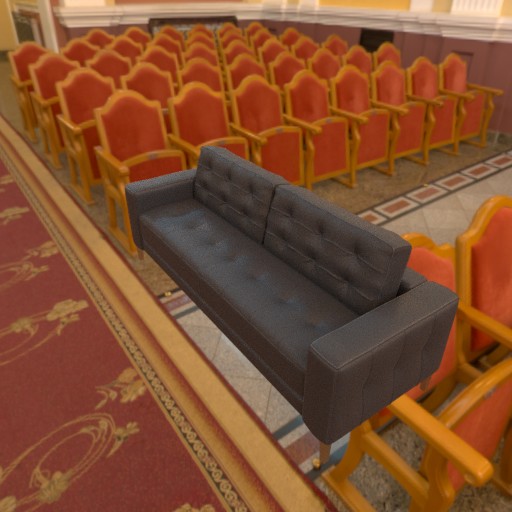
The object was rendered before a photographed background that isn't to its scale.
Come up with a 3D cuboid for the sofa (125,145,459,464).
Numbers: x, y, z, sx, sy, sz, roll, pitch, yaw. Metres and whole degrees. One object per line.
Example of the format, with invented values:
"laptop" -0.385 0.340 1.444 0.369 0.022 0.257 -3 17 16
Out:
"sofa" 0.000 0.000 2.779 0.833 0.893 2.275 -20 37 -29
